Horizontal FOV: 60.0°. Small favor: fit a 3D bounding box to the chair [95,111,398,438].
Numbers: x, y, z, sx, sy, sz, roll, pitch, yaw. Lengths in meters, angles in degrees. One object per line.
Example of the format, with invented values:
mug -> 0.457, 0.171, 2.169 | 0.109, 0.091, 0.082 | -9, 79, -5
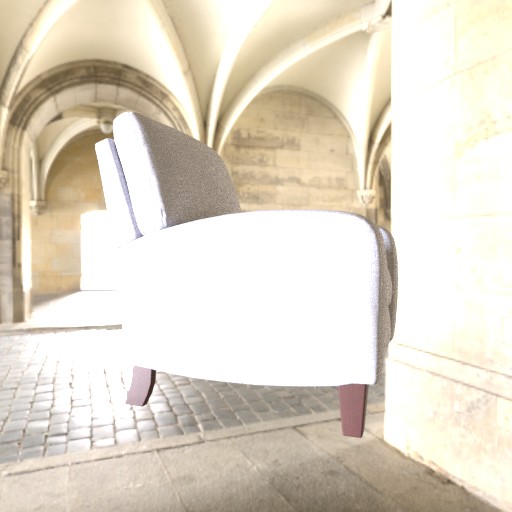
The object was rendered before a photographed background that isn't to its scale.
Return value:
chair -> 0.000, 0.000, 1.662 | 0.990, 0.990, 0.762 | 0, 1, 20
